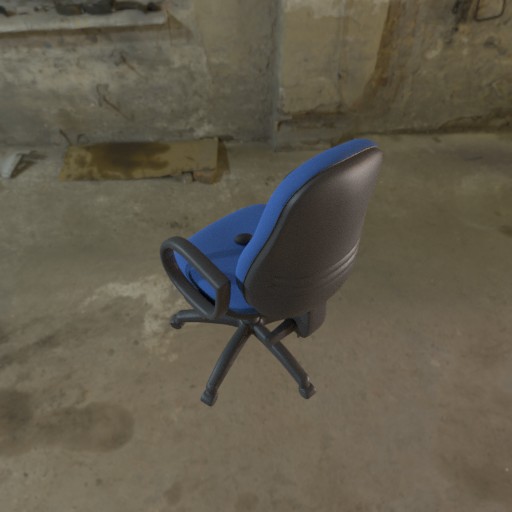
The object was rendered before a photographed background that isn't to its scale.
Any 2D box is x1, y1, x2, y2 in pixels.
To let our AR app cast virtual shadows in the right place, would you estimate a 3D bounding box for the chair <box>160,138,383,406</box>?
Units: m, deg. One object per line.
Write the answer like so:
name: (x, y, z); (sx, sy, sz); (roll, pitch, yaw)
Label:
chair: (0.000, 0.000, 1.228); (0.552, 0.905, 0.549); (-33, 55, -27)
